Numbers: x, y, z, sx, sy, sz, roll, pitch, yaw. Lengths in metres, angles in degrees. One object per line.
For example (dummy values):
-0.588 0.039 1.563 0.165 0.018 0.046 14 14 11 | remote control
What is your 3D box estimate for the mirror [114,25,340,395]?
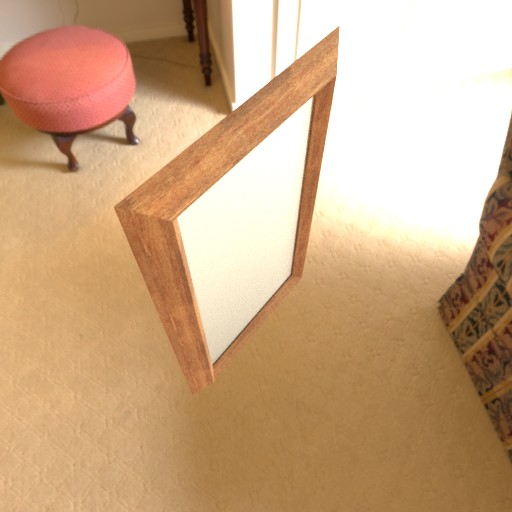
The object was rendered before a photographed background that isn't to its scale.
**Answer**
0.000 0.000 1.238 0.047 1.010 0.651 33 63 20 | mirror
